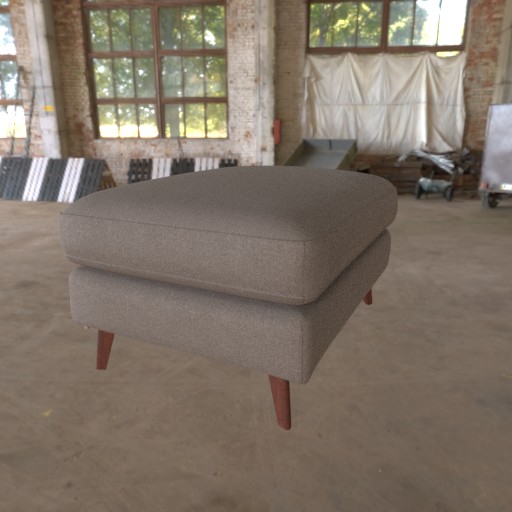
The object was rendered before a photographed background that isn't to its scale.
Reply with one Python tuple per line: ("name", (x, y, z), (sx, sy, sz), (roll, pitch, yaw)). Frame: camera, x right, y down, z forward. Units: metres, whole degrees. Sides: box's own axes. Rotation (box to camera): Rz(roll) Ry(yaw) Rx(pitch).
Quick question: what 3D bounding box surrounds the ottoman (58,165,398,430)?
("ottoman", (0.000, 0.000, 1.195), (0.608, 0.449, 0.811), (8, 18, 26))
